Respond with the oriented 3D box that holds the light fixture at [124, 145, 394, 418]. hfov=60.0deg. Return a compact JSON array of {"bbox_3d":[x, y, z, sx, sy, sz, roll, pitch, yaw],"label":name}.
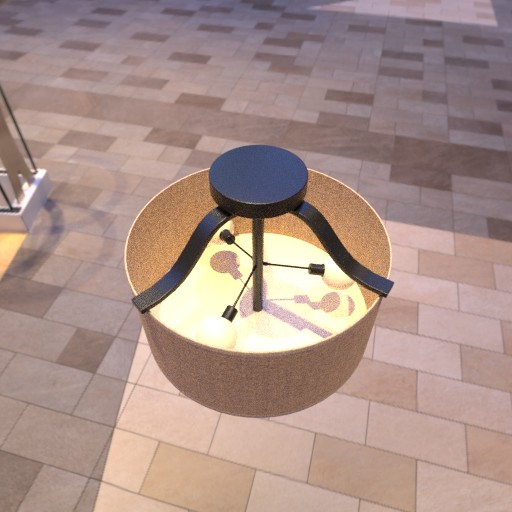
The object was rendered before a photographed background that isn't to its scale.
[{"bbox_3d":[0.000,0.000,0.669,0.390,0.306,0.390,0,47,0],"label":"light fixture"}]
